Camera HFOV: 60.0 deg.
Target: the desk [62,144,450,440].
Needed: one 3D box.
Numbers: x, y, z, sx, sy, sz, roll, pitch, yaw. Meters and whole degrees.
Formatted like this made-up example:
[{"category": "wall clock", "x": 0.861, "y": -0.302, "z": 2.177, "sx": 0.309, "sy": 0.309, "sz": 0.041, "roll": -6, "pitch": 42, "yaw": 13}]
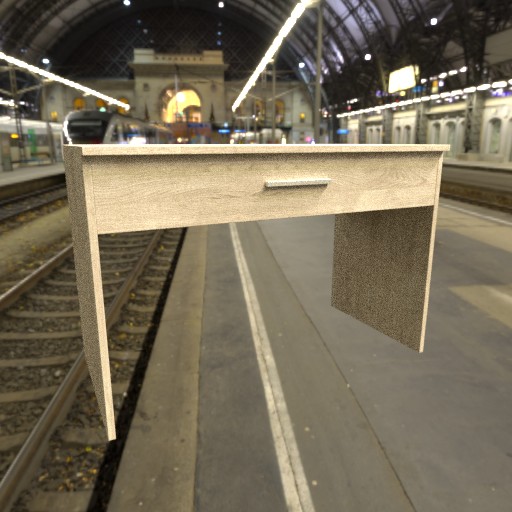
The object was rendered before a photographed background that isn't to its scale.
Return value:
[{"category": "desk", "x": 0.000, "y": 0.000, "z": 1.501, "sx": 1.100, "sy": 0.730, "sz": 0.560, "roll": -7, "pitch": 16, "yaw": -26}]
